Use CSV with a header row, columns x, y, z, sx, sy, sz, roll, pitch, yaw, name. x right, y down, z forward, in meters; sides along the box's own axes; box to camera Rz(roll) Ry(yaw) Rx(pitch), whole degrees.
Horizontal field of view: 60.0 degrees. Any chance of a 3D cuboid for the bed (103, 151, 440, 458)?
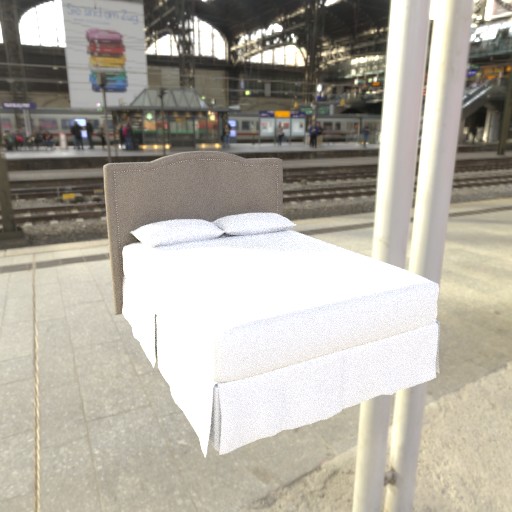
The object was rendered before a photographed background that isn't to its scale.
x,y,z,sx,sy,sz,roll,pitch,yaw,name
0.000,0.000,3.288,1.744,1.441,2.128,-8,18,-27,bed
